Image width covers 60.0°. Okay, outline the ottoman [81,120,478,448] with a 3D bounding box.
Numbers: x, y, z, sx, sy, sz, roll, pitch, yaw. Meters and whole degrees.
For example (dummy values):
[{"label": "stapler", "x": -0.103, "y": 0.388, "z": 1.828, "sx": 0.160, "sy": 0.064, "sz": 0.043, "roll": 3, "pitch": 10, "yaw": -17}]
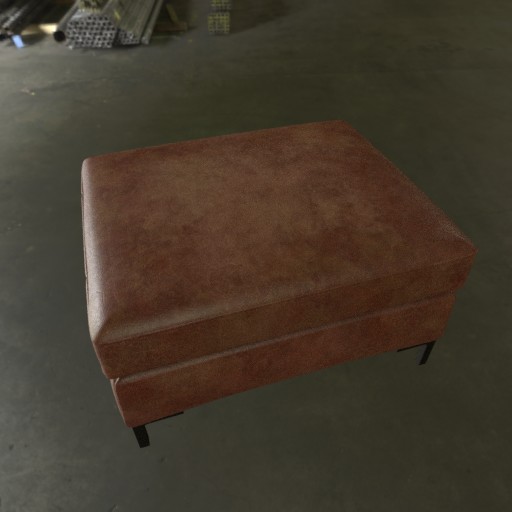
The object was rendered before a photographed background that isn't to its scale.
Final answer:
[{"label": "ottoman", "x": 0.000, "y": 0.000, "z": 1.753, "sx": 1.186, "sy": 0.667, "sz": 0.965, "roll": -12, "pitch": 44, "yaw": -13}]
